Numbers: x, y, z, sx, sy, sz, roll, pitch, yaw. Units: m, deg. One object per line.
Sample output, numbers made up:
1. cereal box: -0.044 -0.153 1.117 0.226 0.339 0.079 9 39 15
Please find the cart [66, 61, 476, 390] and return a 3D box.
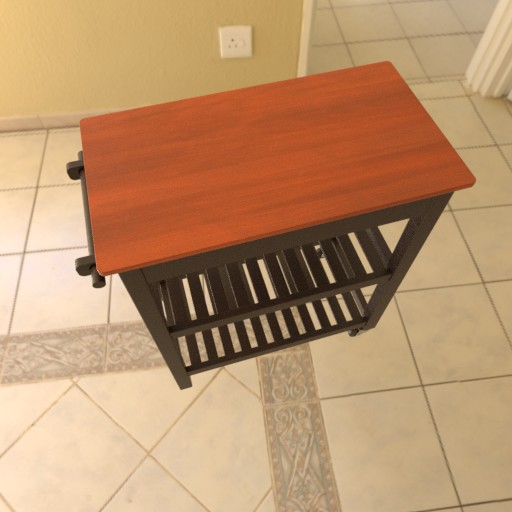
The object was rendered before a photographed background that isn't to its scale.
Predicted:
1. cart: 0.000 0.000 1.428 0.899 0.927 0.457 -14 59 -9
